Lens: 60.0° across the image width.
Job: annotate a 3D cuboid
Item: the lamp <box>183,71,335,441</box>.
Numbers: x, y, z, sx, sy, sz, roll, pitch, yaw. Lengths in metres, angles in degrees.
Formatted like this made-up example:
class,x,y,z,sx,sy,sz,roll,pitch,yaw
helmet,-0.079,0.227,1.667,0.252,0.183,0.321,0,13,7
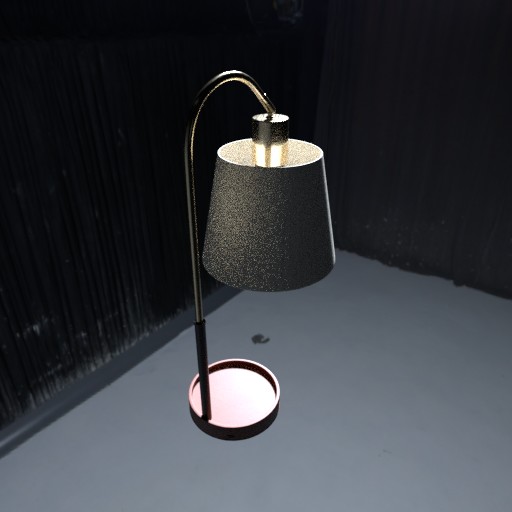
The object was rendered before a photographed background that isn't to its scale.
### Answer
class,x,y,z,sx,sy,sz,roll,pitch,yaw
lamp,0.000,0.000,0.681,0.211,0.536,0.273,22,36,34
